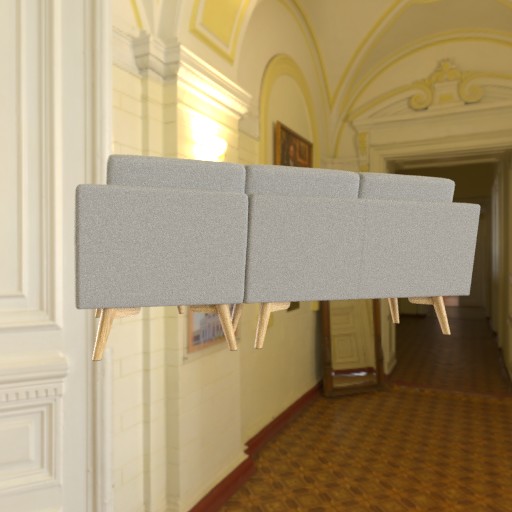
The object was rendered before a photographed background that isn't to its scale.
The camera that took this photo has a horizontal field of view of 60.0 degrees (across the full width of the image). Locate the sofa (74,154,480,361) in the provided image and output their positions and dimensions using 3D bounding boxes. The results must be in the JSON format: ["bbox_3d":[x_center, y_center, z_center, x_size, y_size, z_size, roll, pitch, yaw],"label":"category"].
[{"bbox_3d":[0.000,0.000,2.751,2.040,0.860,1.530,0,0,-20],"label":"sofa"}]
